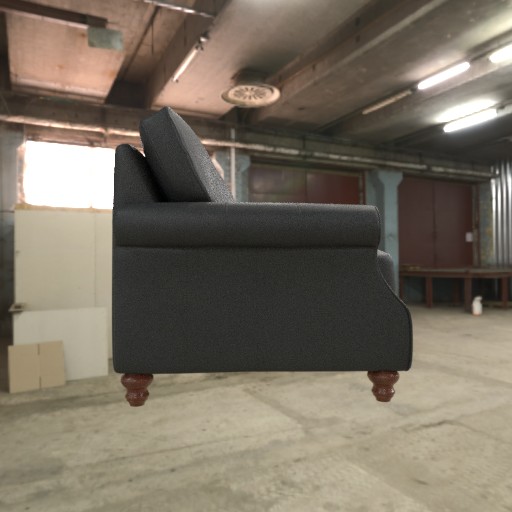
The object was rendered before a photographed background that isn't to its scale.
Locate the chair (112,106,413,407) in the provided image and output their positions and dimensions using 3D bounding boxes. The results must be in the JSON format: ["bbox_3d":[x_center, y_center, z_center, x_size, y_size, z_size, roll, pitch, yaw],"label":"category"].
[{"bbox_3d":[0.000,0.000,1.802,1.027,0.960,1.015,0,-1,1],"label":"chair"}]
